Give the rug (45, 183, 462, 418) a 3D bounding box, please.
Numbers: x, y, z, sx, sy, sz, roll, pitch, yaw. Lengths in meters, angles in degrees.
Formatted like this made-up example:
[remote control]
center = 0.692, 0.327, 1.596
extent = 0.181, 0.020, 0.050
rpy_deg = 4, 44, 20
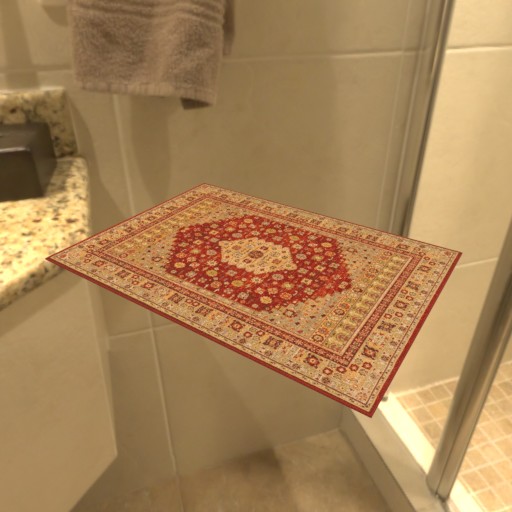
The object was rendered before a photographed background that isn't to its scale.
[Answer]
[rug]
center = 0.000, 0.000, 2.891
extent = 2.211, 0.013, 1.593
rpy_deg = 19, 36, 29
